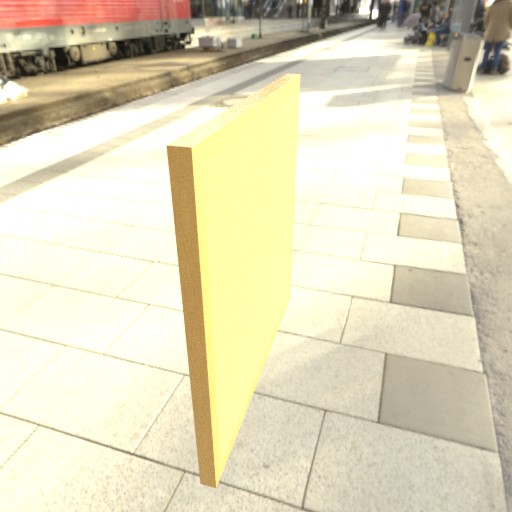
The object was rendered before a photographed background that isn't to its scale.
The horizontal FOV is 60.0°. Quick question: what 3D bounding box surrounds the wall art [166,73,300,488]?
[{"bbox_3d":[0.000,0.000,2.835,0.097,1.936,1.935,8,31,14],"label":"wall art"}]
